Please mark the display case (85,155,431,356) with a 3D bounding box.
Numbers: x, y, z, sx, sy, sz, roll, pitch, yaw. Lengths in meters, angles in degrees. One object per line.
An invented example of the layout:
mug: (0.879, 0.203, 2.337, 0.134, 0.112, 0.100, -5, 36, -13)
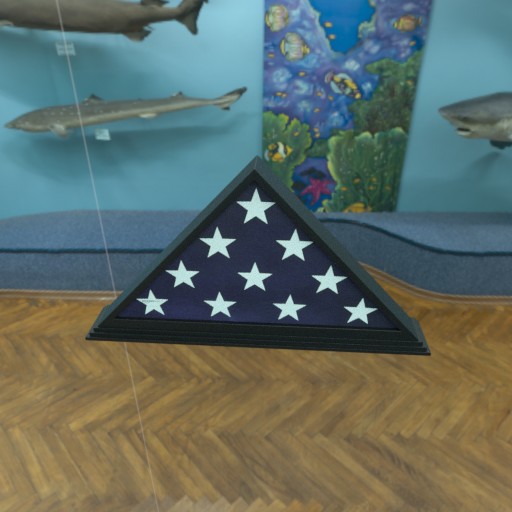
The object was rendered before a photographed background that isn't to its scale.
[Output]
display case: (0.000, 0.000, 0.774, 0.640, 0.340, 0.095, 2, 31, 3)
